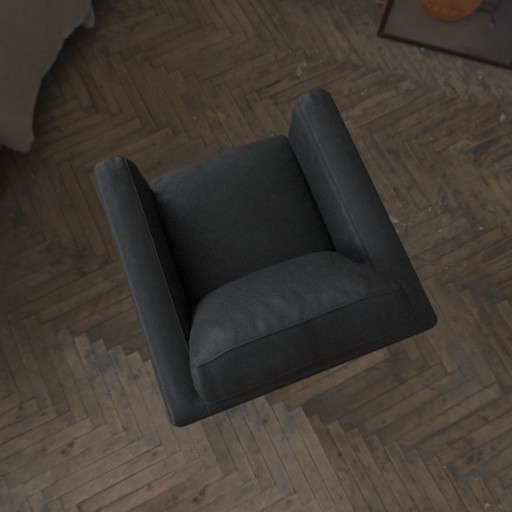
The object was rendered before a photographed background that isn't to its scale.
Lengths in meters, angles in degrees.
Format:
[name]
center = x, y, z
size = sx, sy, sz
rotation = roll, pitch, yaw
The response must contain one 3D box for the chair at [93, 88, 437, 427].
[chair]
center = 0.000, 0.000, 1.566
size = 0.831, 0.898, 0.879
rotation = -20, 77, -5
